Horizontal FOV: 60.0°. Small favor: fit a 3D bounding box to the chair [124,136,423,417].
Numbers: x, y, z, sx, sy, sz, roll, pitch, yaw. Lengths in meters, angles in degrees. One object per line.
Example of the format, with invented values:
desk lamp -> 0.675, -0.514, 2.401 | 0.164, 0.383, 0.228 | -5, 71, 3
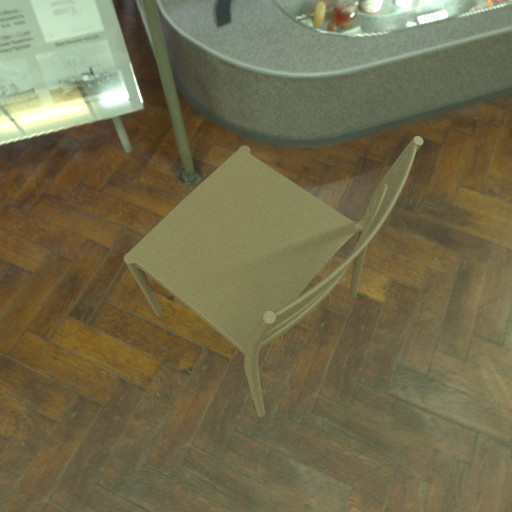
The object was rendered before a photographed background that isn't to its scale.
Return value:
chair -> 0.000, 0.000, 1.168 | 0.511, 0.800, 0.531 | 36, 68, 17
